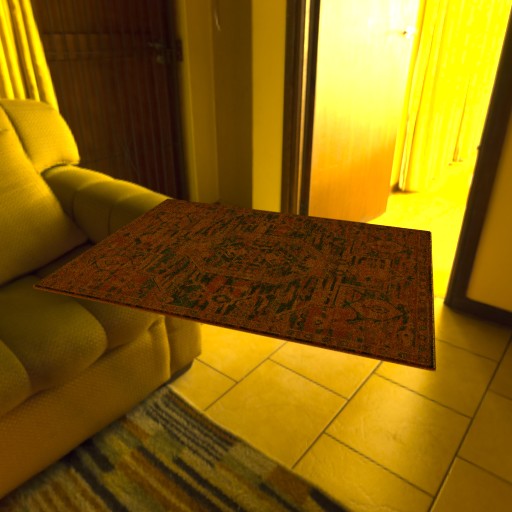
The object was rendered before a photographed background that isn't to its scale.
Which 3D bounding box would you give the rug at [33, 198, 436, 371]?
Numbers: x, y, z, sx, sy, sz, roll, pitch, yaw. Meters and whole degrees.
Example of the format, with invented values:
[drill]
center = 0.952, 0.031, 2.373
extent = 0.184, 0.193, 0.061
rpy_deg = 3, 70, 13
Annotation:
[rug]
center = 0.000, 0.000, 2.921
extent = 2.204, 0.024, 1.588
rpy_deg = 9, 28, 17
